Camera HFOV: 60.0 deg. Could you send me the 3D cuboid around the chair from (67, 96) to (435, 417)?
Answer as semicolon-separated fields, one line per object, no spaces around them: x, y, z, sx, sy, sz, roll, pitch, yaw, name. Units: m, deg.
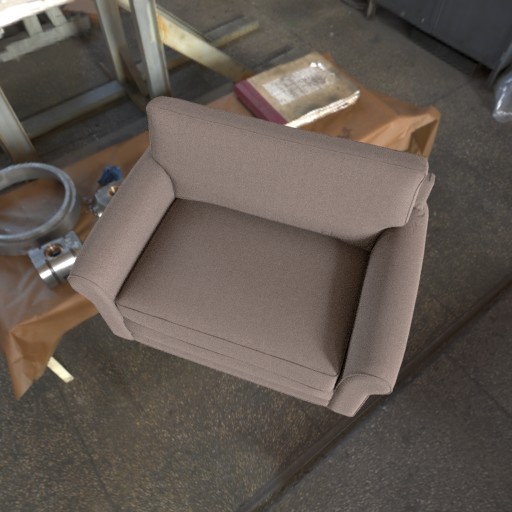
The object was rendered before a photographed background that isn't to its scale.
0.000;0.000;2.014;1.390;0.930;0.930;16;59;10;chair
